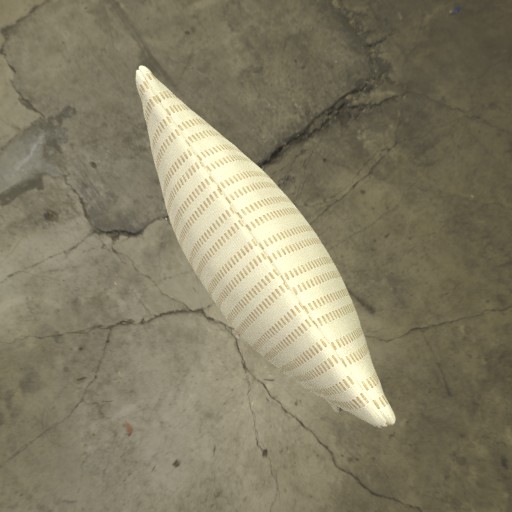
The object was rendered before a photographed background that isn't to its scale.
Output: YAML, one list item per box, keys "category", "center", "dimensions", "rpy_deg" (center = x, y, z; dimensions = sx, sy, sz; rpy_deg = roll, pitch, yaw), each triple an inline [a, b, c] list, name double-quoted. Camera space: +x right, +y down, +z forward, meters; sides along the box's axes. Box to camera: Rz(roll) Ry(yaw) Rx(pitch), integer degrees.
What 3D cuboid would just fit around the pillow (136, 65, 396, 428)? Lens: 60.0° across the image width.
- category: "pillow"
  center: [0.000, 0.000, 0.785]
  dimensions: [0.210, 0.353, 0.640]
  rpy_deg: [-33, 77, -8]
